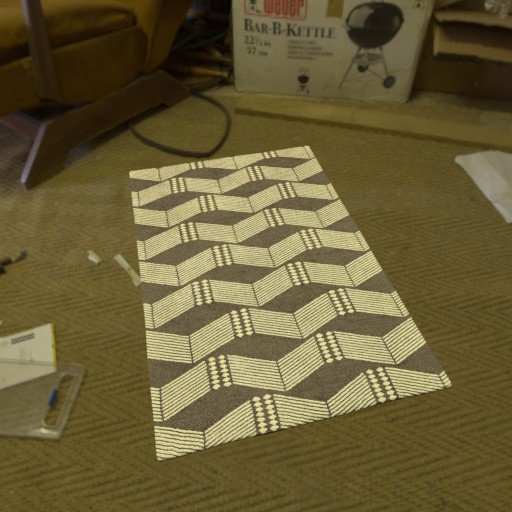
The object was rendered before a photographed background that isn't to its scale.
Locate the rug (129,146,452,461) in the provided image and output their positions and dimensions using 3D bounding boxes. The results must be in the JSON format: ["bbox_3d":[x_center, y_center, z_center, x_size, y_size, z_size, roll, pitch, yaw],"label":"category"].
[{"bbox_3d":[0.000,0.000,2.329,1.210,0.016,1.833,-10,48,-10],"label":"rug"}]
